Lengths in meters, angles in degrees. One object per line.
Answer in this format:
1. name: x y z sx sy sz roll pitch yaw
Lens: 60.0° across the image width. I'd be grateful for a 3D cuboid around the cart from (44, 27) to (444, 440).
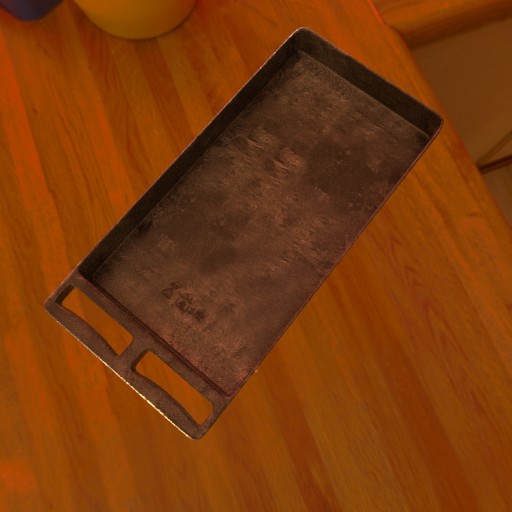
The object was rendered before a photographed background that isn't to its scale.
1. cart: 0.000 0.000 1.345 0.420 0.824 0.877 38 79 9
